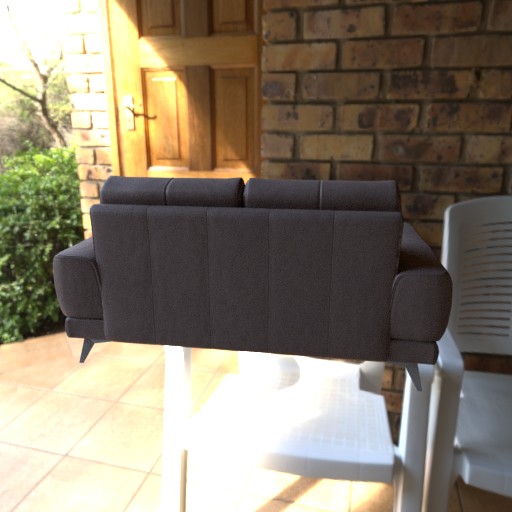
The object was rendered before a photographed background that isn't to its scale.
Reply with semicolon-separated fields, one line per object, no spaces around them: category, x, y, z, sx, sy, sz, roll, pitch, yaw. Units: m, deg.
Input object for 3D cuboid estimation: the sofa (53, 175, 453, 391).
sofa;0.000;0.000;2.400;1.806;0.907;1.018;2;17;8
